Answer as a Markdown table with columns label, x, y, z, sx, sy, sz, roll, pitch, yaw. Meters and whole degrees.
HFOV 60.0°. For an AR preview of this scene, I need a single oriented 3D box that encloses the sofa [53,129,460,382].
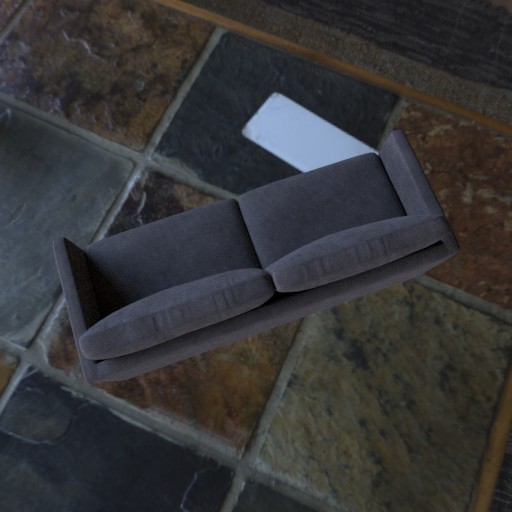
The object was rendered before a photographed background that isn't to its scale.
| label | x | y | z | sx | sy | sz | roll | pitch | yaw |
| --- | --- | --- | --- | --- | --- | --- | --- | --- | --- |
| sofa | 0.000 | 0.000 | 3.037 | 2.434 | 0.965 | 0.951 | -19 | 76 | -5 |
